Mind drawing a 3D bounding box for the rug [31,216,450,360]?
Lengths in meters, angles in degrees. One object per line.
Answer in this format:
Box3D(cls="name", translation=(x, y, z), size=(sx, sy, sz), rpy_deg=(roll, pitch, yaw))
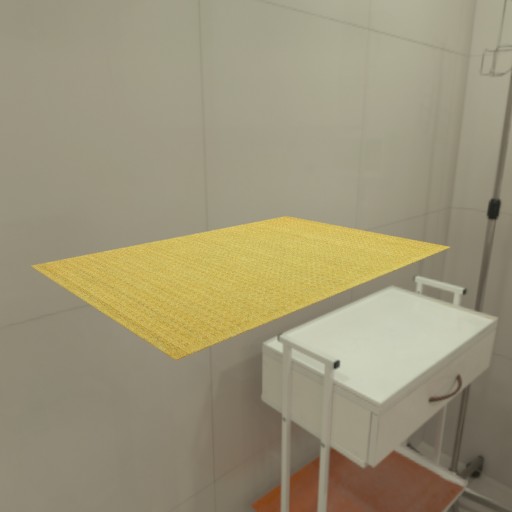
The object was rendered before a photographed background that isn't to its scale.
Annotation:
Box3D(cls="rug", translation=(0.000, 0.000, 3.675), size=(2.895, 0.006, 1.981), rpy_deg=(-15, 22, -41))
